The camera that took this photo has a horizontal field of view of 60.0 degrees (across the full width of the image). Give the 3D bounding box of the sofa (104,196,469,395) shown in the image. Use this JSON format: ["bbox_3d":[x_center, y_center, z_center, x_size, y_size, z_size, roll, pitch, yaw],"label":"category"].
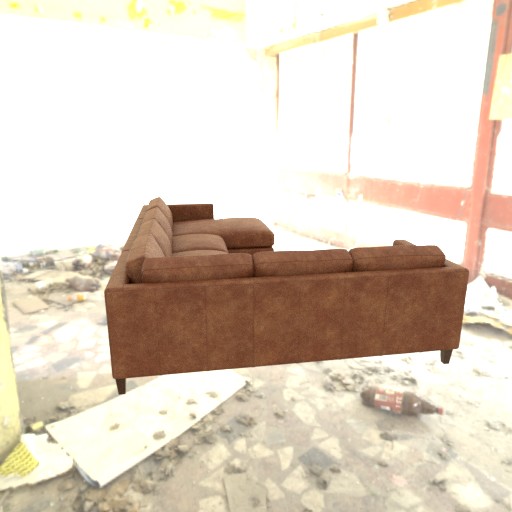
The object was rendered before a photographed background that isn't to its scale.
[{"bbox_3d":[0.000,0.000,4.526,2.452,0.888,3.324,-3,16,-9],"label":"sofa"}]
